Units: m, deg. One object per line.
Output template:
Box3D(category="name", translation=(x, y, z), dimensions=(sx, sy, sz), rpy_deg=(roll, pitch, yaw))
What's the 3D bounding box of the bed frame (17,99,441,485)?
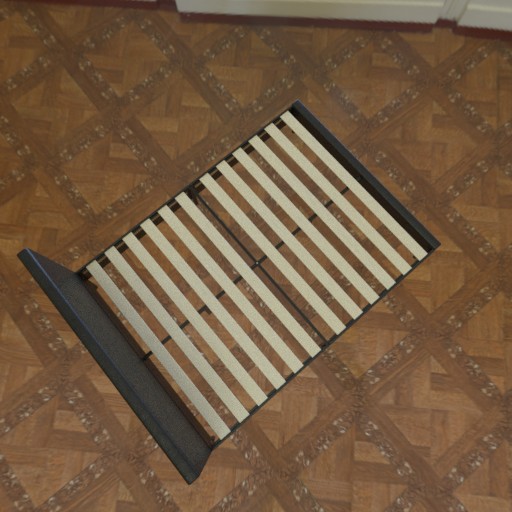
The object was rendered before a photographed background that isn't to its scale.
Box3D(category="bed frame", translation=(0.000, 0.000, 3.172), dimensions=(2.318, 1.127, 1.634), rpy_deg=(-40, 79, -9))
